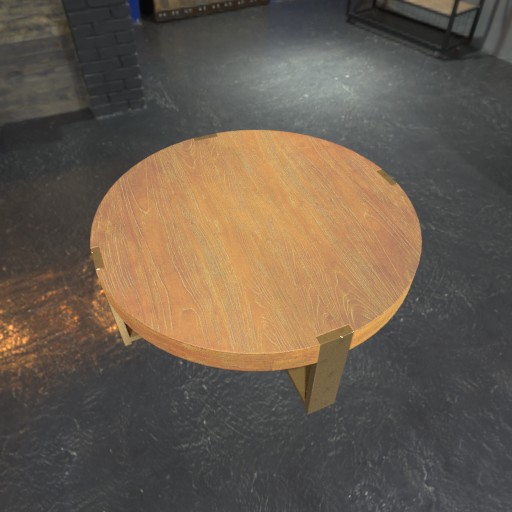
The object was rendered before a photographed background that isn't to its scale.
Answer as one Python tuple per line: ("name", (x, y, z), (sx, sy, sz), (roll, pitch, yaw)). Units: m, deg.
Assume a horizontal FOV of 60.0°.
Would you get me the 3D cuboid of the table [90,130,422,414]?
("table", (0.000, 0.000, 1.675), (1.100, 0.420, 1.100), (0, 46, 0))
